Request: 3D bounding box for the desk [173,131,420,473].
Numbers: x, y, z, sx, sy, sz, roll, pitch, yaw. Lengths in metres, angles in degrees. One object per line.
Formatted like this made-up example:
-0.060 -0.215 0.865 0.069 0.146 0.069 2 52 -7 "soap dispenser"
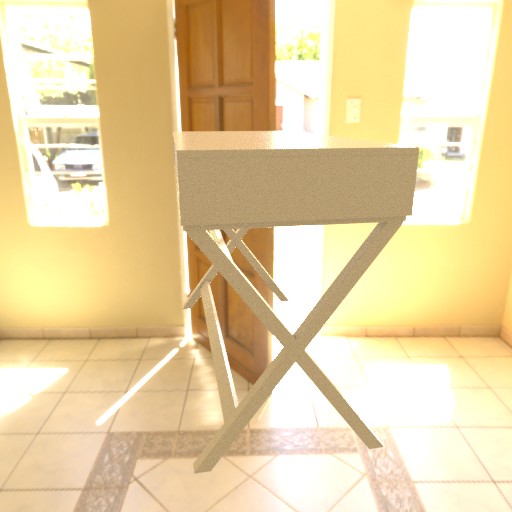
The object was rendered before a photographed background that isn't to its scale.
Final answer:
0.000 0.000 1.501 0.509 0.780 1.059 -3 18 -10 "desk"
